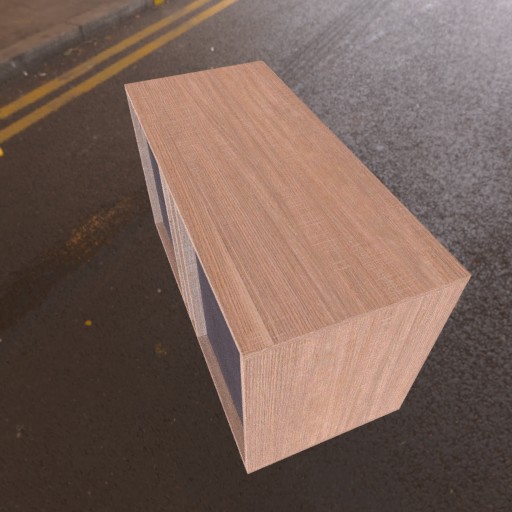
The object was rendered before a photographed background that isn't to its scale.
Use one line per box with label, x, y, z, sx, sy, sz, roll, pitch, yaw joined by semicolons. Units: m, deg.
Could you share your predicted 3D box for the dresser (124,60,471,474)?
dresser;0.000;0.000;1.476;0.500;0.780;1.110;-16;49;-15
